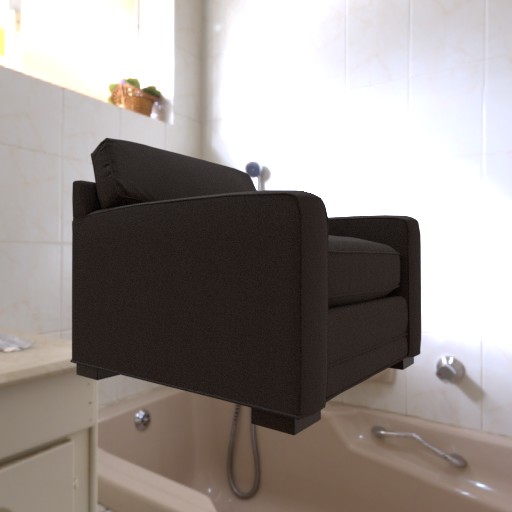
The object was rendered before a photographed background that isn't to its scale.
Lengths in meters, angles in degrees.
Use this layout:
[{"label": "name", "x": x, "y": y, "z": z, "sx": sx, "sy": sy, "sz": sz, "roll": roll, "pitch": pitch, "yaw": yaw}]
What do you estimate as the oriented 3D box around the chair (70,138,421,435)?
[{"label": "chair", "x": 0.000, "y": 0.000, "z": 1.787, "sx": 1.043, "sy": 0.913, "sz": 0.997, "roll": 0, "pitch": -1, "yaw": 37}]
